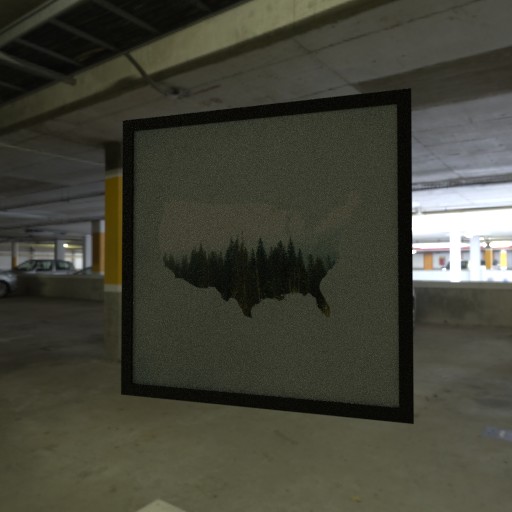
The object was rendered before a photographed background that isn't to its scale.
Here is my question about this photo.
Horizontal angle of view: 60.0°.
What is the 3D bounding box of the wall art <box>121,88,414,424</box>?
[{"bbox_3d":[0.000,0.000,0.765,0.509,0.509,0.040,0,-1,17],"label":"wall art"}]
